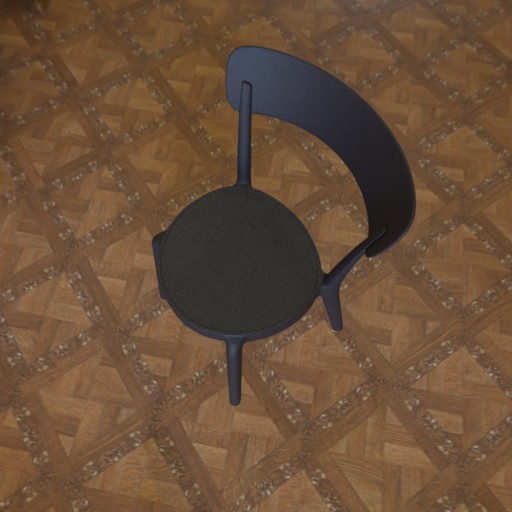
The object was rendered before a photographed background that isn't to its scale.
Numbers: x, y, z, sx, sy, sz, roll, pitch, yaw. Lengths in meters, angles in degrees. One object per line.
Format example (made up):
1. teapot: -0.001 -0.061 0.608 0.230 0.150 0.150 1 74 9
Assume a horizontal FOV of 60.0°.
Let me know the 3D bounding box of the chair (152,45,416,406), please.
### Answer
1. chair: 0.000 0.000 1.120 0.491 0.790 0.506 -33 69 -14
